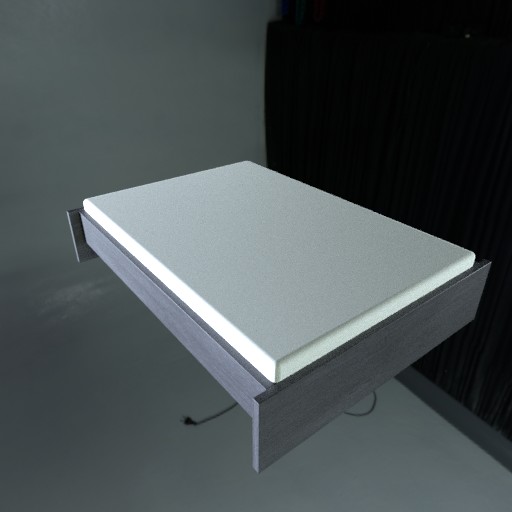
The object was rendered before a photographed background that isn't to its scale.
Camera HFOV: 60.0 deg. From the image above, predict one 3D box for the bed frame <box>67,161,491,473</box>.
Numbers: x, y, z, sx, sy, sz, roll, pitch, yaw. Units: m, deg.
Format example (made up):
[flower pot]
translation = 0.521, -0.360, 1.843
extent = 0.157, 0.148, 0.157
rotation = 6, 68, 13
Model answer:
[bed frame]
translation = 0.000, 0.000, 2.575
extent = 1.490, 0.432, 1.950
rotation = -21, 36, -32
